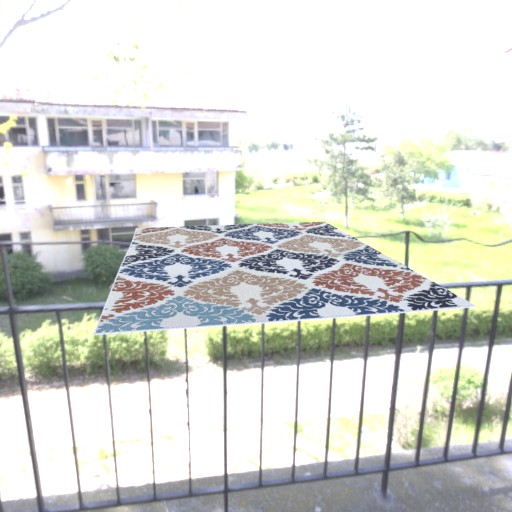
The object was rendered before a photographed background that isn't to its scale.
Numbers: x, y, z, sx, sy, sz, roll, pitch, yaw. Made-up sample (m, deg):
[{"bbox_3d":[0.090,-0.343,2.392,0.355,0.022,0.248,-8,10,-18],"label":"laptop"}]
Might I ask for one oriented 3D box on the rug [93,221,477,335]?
[{"bbox_3d":[0.000,0.000,4.147,2.423,0.014,3.040,-3,15,-10],"label":"rug"}]
